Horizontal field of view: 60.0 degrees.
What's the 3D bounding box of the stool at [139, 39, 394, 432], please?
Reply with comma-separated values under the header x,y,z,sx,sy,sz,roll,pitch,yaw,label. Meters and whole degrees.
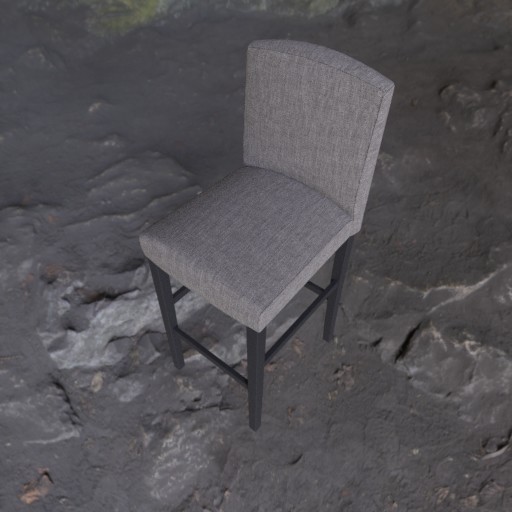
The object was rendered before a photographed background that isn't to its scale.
x,y,z,sx,sy,sz,roll,pitch,yaw,label
0.000,0.000,1.408,0.451,1.138,0.552,30,53,26,stool
